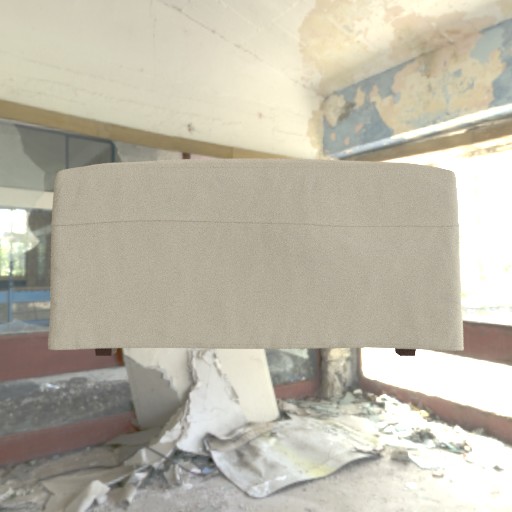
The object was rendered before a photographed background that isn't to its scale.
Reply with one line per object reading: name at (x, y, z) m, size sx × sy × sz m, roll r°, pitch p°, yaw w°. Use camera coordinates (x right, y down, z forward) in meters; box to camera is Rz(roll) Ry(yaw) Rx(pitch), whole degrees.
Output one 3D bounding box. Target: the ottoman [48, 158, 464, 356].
ottoman at (0.000, 0.000, 1.181) m, size 0.872 × 0.444 × 0.590 m, roll 0°, pitch -1°, yaw 1°
